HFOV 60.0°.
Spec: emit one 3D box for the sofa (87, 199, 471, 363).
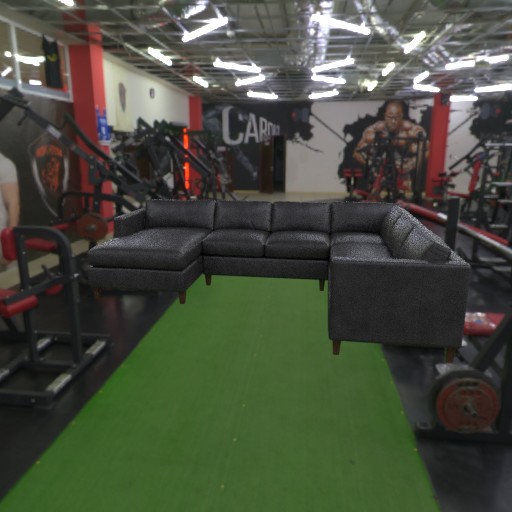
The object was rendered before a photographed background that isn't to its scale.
[{"bbox_3d":[0.000,0.000,4.469,3.324,0.891,2.452,2,14,9],"label":"sofa"}]
